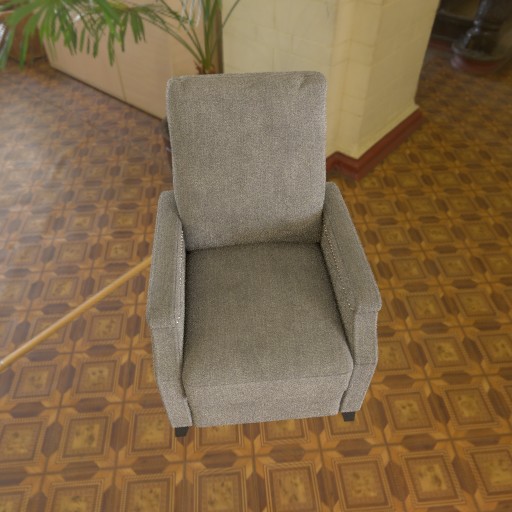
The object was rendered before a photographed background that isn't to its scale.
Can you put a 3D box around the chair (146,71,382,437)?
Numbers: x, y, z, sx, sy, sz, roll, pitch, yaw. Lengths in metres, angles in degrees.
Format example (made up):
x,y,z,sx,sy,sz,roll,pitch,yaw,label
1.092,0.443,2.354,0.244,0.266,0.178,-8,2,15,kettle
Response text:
x,y,z,sx,sy,sz,roll,pitch,yaw,label
0.000,0.000,1.611,0.710,1.049,0.922,-4,46,-4,chair
